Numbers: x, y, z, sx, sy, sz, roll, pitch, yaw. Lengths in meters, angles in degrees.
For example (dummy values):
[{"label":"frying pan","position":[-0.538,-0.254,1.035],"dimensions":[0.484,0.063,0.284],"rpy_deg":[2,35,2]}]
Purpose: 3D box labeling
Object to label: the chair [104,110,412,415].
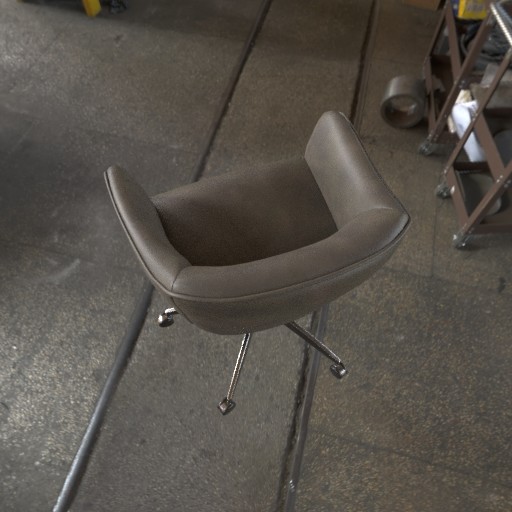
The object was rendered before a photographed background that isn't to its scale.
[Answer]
[{"label":"chair","position":[0.000,0.000,1.325],"dimensions":[0.713,0.827,0.689],"rpy_deg":[-17,61,-10]}]
